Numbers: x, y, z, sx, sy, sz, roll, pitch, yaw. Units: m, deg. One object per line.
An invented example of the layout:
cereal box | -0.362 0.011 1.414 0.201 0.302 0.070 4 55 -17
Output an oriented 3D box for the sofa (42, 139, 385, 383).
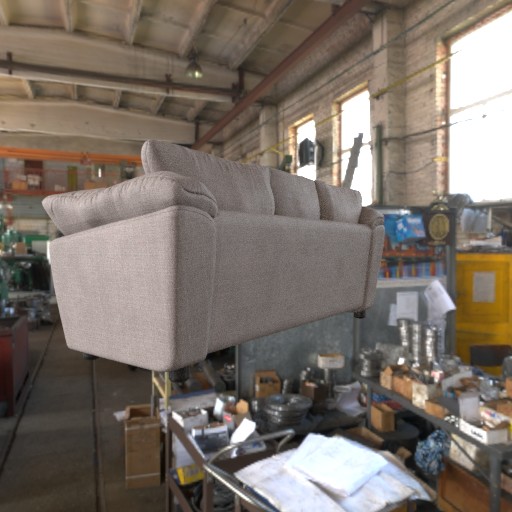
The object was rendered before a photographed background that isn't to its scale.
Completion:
sofa | 0.000 0.000 2.778 0.878 0.996 2.334 1 2 36
